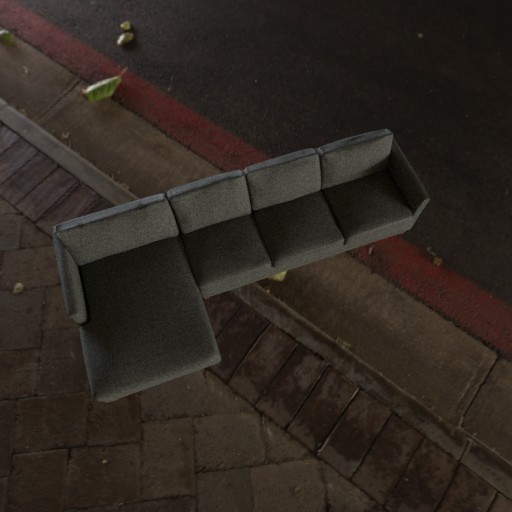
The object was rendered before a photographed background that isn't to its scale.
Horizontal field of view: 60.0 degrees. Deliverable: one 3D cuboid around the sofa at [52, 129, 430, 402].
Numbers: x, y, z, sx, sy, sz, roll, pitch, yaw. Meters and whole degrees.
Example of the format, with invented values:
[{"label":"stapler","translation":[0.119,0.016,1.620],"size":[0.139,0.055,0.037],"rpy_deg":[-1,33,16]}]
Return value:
[{"label":"sofa","translation":[0.000,0.000,4.237],"size":[3.485,0.960,1.635],"rpy_deg":[-18,66,-8]}]
